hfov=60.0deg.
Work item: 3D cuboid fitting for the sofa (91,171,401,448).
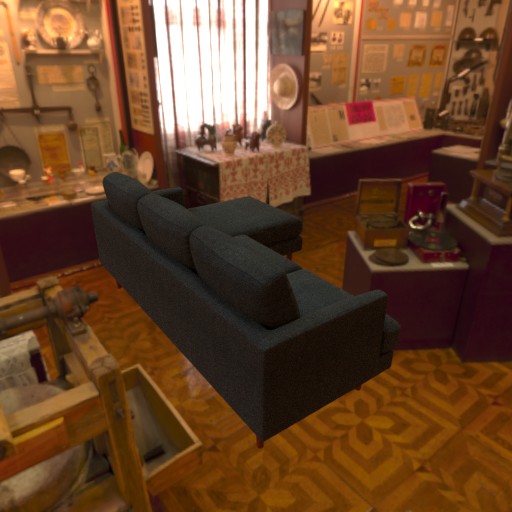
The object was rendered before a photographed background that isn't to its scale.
[{"bbox_3d":[0.000,0.000,3.028,1.504,0.956,2.233,-17,30,-32],"label":"sofa"}]
